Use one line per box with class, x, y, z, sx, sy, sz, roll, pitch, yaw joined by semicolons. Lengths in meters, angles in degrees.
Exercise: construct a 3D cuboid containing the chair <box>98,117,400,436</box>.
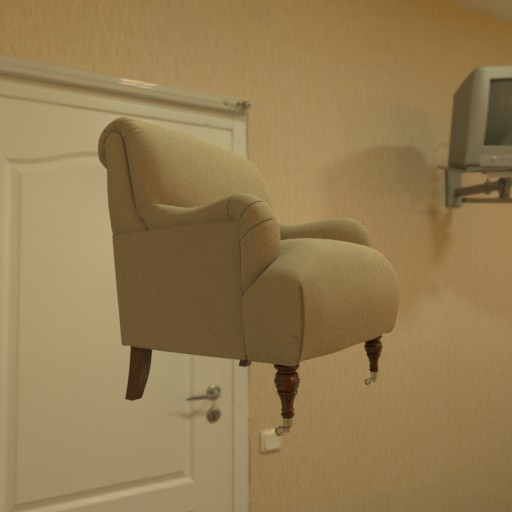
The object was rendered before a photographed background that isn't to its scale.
chair;0.000;0.000;1.559;0.842;0.942;0.766;-1;-2;35
